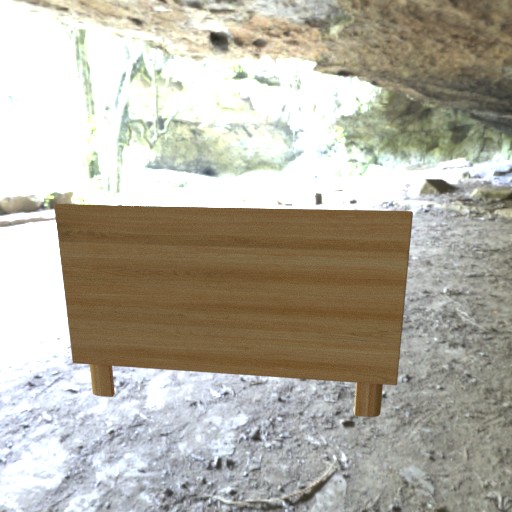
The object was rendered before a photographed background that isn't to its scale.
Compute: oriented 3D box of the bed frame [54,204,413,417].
[{"bbox_3d":[0.000,0.000,2.861,1.472,0.940,1.992,2,15,7],"label":"bed frame"}]
